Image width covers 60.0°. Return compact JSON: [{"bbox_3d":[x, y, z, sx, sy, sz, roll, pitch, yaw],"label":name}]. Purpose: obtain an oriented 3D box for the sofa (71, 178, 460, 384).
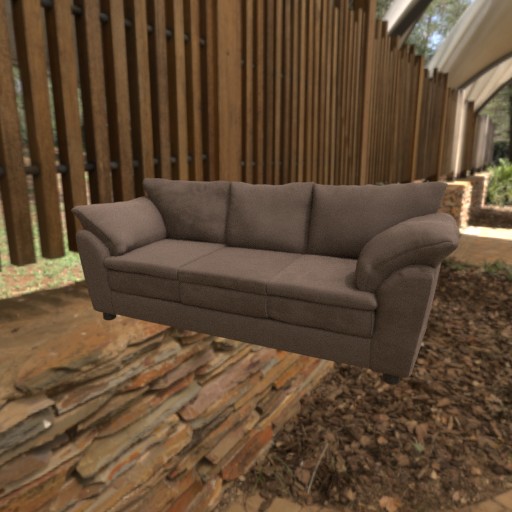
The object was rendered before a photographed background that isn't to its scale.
[{"bbox_3d":[0.000,0.000,2.861,2.377,0.981,0.893,7,15,26],"label":"sofa"}]
